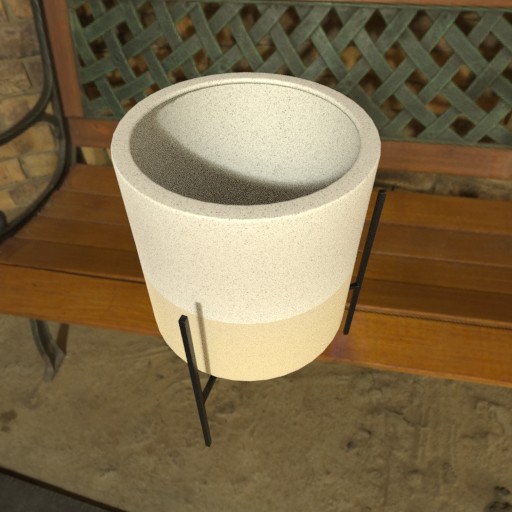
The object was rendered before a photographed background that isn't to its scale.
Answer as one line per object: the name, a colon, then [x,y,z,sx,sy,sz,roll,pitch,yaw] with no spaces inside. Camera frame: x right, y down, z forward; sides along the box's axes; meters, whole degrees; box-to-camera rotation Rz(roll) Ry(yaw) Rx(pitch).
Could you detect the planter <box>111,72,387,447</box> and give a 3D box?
planter: [0.000,0.000,0.536,0.267,0.362,0.263,-16,49,-15]
